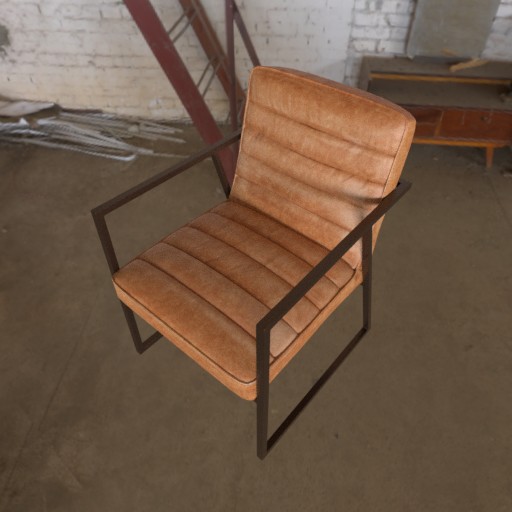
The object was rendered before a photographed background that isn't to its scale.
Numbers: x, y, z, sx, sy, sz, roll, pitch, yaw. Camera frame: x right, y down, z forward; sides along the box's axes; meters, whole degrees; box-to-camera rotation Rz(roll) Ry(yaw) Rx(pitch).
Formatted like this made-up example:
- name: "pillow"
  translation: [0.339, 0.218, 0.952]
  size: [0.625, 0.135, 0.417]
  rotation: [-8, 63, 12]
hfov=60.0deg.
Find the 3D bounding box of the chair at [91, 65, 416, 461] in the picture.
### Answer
- name: "chair"
  translation: [0.000, 0.000, 1.280]
  size: [0.571, 0.832, 0.677]
  rotation: [31, 52, 28]
